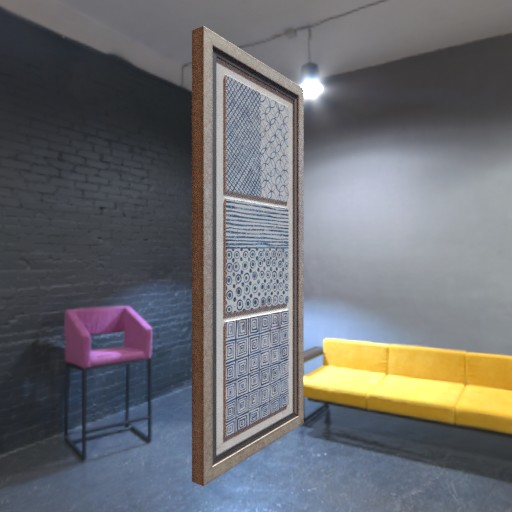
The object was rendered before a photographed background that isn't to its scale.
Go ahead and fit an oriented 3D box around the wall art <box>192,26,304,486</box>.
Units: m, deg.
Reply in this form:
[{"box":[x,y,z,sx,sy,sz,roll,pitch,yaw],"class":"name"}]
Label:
[{"box":[0.000,0.000,1.684,0.051,1.461,0.648,0,0,35],"class":"wall art"}]
